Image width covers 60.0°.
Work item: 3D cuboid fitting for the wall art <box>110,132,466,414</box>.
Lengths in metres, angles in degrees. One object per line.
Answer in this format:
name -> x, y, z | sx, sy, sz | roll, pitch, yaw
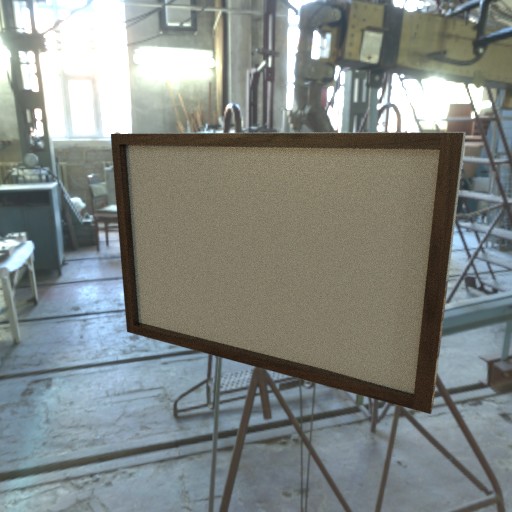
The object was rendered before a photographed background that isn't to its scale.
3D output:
wall art -> 0.000, 0.000, 1.422 | 1.138, 0.761, 0.051 | 8, 17, 27
